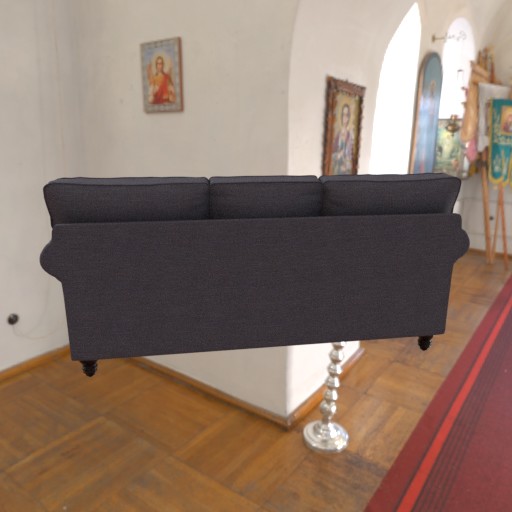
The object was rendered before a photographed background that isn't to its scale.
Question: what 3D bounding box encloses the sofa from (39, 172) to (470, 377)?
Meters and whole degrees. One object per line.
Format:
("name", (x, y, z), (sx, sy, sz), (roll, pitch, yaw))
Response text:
("sofa", (0.000, 0.000, 2.553), (2.084, 0.966, 0.909), (-2, 15, -9))
